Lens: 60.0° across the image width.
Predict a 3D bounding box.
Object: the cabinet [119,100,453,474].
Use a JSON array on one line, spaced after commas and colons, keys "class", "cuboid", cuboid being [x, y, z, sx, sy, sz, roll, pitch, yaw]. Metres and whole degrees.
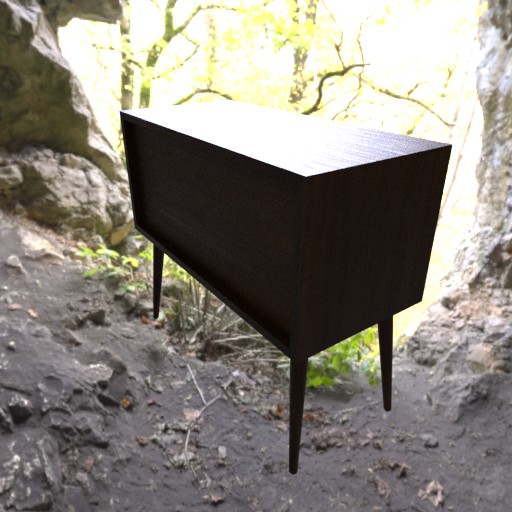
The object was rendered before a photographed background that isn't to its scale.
[{"class": "cabinet", "cuboid": [0.000, 0.000, 1.132, 0.354, 0.654, 0.743, -18, 31, -31]}]
